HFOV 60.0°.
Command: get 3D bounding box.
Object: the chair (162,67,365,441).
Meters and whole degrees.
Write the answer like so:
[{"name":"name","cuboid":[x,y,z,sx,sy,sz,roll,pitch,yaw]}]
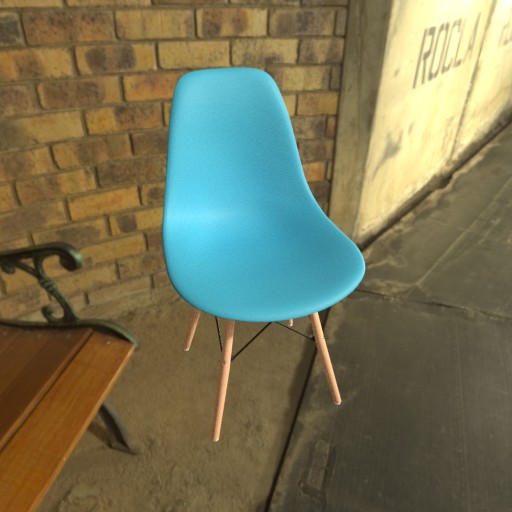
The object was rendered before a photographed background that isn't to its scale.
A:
[{"name":"chair","cuboid":[0.000,0.000,1.142,0.470,0.826,0.531,-10,33,-16]}]
